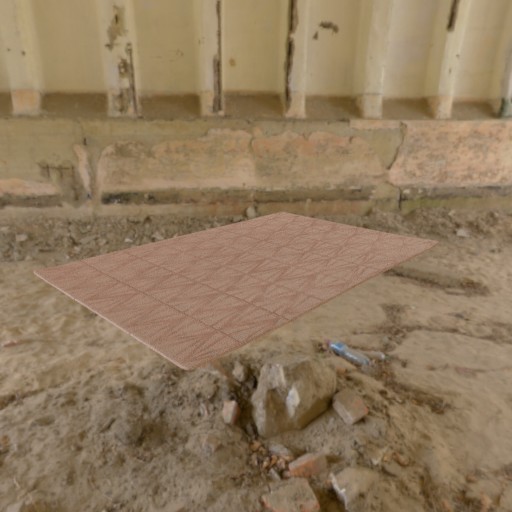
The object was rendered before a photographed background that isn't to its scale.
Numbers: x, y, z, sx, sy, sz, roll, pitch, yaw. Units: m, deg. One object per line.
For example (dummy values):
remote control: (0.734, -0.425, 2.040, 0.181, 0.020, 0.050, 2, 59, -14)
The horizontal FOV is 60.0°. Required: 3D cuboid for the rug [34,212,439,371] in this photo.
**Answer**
rug: (0.000, 0.000, 2.354, 1.230, 0.025, 1.837, 17, 25, 41)
